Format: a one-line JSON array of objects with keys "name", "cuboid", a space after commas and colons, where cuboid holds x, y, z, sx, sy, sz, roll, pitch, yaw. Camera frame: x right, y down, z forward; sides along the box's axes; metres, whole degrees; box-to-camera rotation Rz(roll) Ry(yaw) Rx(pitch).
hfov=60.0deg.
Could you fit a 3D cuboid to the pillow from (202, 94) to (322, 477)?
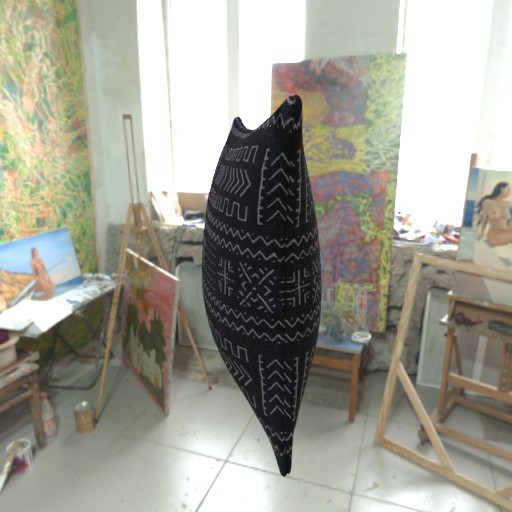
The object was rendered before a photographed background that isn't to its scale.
[{"name": "pillow", "cuboid": [0.000, 0.000, 0.676, 0.164, 0.430, 0.438, -3, 15, -10]}]
